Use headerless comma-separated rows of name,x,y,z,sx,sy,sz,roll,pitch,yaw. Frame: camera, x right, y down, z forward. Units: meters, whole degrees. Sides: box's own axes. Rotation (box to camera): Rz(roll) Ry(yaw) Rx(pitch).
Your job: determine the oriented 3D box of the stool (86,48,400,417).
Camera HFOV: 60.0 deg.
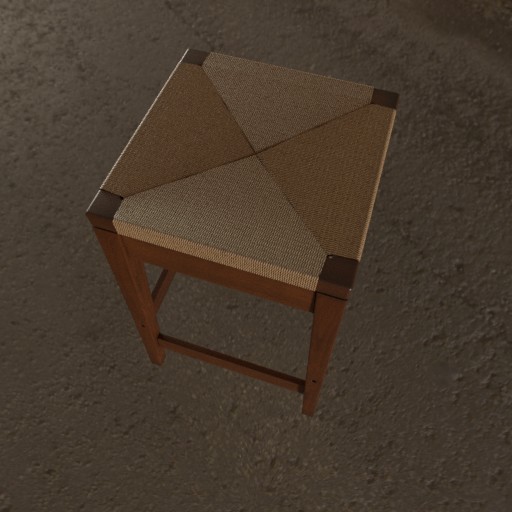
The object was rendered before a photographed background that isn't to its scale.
stool,0.000,0.000,1.089,0.507,0.762,0.497,16,62,9
